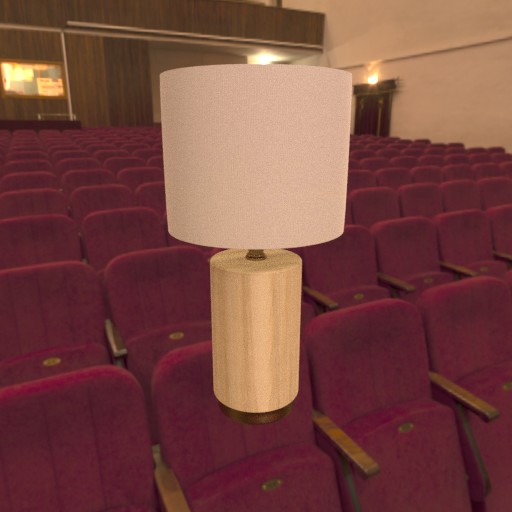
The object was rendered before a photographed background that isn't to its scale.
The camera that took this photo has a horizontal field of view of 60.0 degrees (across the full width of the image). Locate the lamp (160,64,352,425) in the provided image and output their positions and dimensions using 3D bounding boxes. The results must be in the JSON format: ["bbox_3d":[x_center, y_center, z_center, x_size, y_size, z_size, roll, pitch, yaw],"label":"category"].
[{"bbox_3d":[0.000,0.000,0.592,0.228,0.444,0.228,-8,18,-25],"label":"lamp"}]
